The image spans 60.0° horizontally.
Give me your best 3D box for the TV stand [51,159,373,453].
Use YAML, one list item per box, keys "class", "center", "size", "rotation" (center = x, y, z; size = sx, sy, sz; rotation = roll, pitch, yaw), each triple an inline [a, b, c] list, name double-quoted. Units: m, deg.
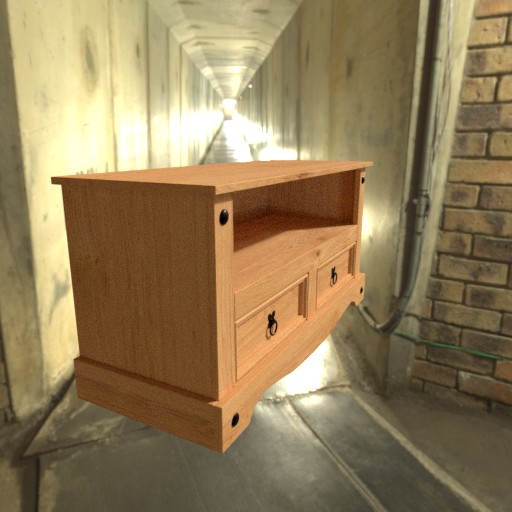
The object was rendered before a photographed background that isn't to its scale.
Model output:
- class: "TV stand"
  center: [0.000, 0.000, 1.398]
  size: [0.440, 0.550, 1.080]
  rotation: [8, 16, 28]
